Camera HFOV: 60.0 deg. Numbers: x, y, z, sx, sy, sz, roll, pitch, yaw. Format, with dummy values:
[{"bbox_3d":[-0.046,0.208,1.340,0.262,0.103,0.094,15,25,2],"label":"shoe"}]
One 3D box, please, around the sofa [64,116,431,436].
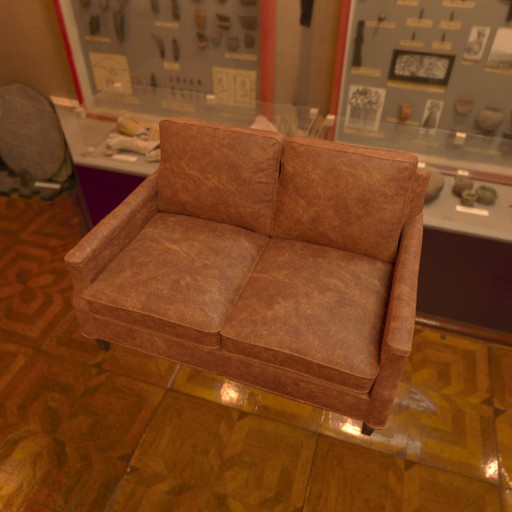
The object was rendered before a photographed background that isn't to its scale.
[{"bbox_3d":[0.000,0.000,2.285,1.597,1.003,1.084,13,43,15],"label":"sofa"}]
